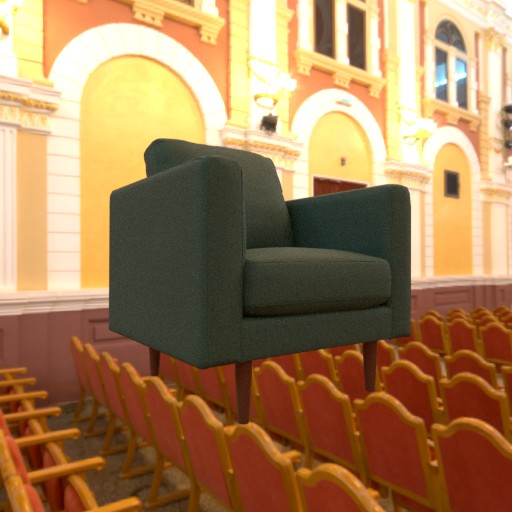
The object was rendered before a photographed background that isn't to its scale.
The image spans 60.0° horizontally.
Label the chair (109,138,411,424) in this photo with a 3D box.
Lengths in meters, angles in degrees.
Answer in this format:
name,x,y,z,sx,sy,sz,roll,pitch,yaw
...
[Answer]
name,x,y,z,sx,sy,sz,roll,pitch,yaw
chair,0.000,0.000,1.630,0.855,0.927,0.800,1,-1,-35
